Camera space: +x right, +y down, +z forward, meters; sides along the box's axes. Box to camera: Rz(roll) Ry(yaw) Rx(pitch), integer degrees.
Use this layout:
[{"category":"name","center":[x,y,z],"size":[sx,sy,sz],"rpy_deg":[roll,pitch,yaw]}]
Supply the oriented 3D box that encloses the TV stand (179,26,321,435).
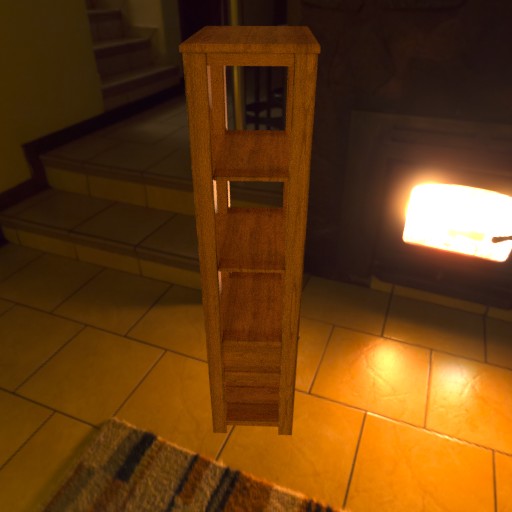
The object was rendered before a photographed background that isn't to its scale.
[{"category":"TV stand","center":[0.000,0.000,2.029],"size":[0.435,1.828,0.565],"rpy_deg":[1,32,2]}]
